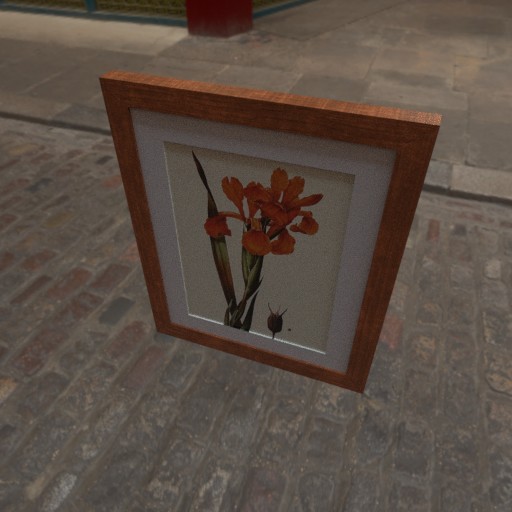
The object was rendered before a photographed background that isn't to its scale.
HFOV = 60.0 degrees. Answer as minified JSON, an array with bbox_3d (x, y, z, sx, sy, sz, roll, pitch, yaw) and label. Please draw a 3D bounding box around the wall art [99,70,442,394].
[{"bbox_3d":[0.000,0.000,0.772,0.467,0.567,0.033,13,43,15],"label":"wall art"}]
